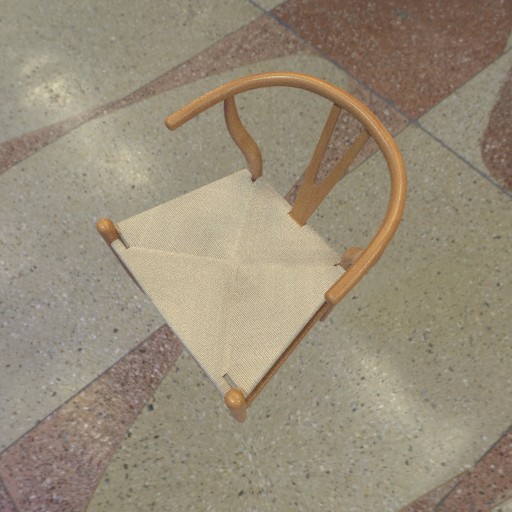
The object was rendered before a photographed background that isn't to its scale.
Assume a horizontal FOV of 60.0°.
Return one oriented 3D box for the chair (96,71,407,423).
[{"bbox_3d":[0.000,0.000,1.168,0.579,0.730,0.569,-36,70,-15],"label":"chair"}]
